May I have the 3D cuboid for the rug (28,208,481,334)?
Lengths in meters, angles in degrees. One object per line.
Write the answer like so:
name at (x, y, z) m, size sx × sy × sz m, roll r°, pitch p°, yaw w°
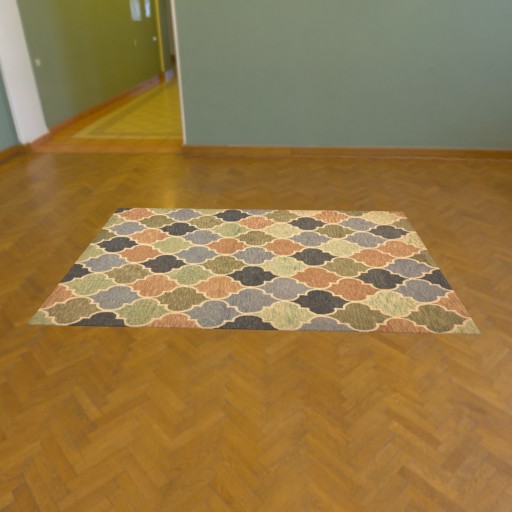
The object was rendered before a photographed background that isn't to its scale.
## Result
rug at (0.000, 0.000, 2.317) m, size 1.828 × 0.006 × 1.216 m, roll 1°, pitch 29°, yaw 2°
